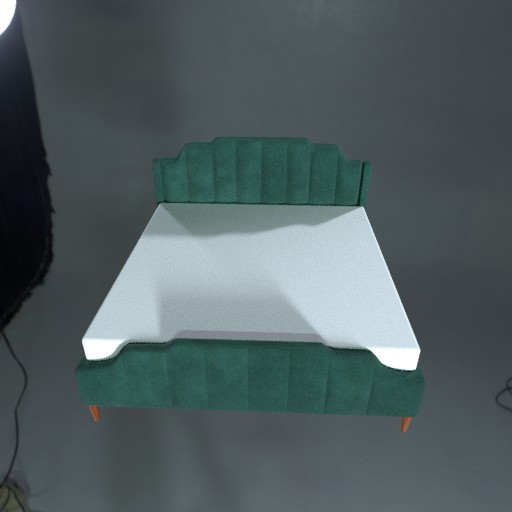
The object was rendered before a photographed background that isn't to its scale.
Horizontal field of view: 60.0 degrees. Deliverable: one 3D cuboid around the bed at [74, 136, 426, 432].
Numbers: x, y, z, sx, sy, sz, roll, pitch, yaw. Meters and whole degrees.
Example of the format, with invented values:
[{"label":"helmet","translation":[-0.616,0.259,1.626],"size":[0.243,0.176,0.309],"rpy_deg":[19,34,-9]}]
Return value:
[{"label":"bed","translation":[0.000,0.000,3.479],"size":[2.074,1.245,2.340],"rpy_deg":[1,30,2]}]
